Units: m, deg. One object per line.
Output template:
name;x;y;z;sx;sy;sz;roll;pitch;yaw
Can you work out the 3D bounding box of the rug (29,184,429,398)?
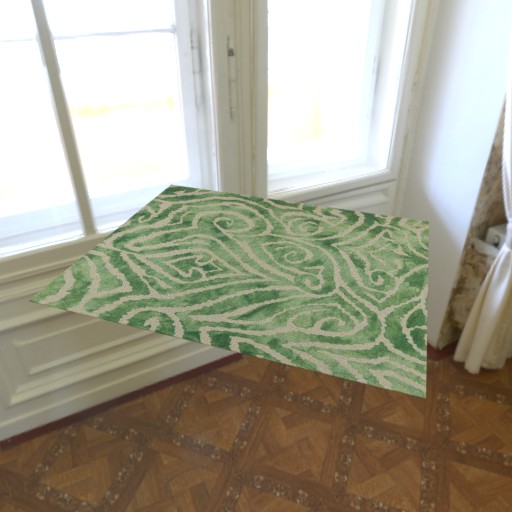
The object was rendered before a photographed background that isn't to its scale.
rug;0.000;0.000;4.134;3.045;0.007;2.436;10;34;16
